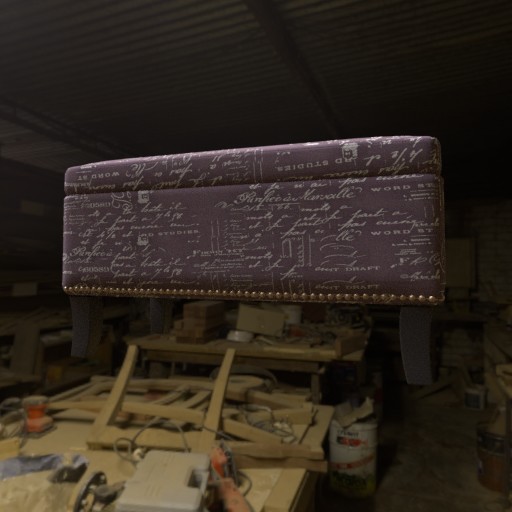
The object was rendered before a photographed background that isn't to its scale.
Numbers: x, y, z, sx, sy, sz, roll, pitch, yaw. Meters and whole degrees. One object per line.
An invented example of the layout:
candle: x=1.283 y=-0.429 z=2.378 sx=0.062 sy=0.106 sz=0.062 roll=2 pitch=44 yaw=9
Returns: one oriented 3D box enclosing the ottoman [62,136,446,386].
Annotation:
ottoman: x=0.000 y=0.000 z=1.063 sx=0.813 sy=0.457 sz=0.406 roll=0 pitch=-1 yaw=19
